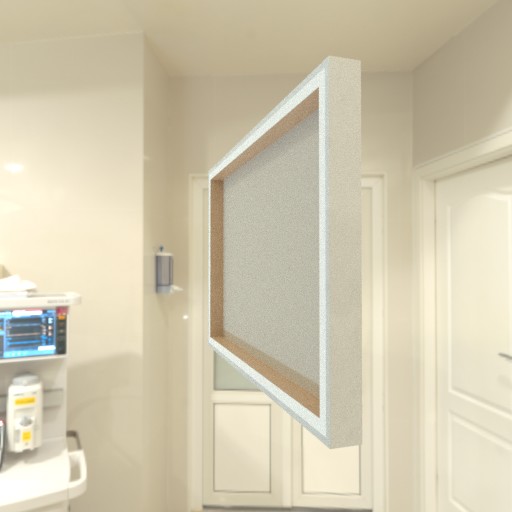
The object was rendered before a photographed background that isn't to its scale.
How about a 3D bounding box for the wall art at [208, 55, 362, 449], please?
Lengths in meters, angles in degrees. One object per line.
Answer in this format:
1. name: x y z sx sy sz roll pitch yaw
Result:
1. wall art: 0.000 0.000 0.753 0.038 0.407 0.609 0 -1 -18
